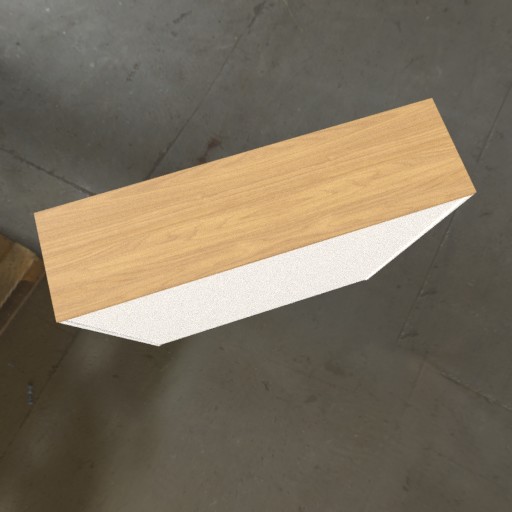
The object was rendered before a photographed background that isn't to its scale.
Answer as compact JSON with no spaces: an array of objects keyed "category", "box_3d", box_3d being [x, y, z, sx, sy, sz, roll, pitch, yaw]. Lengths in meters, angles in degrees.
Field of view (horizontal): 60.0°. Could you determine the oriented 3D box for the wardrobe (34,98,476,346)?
[{"category":"wardrobe","box_3d":[0.000,0.000,3.331,2.160,2.260,0.590,-17,76,-4]}]
